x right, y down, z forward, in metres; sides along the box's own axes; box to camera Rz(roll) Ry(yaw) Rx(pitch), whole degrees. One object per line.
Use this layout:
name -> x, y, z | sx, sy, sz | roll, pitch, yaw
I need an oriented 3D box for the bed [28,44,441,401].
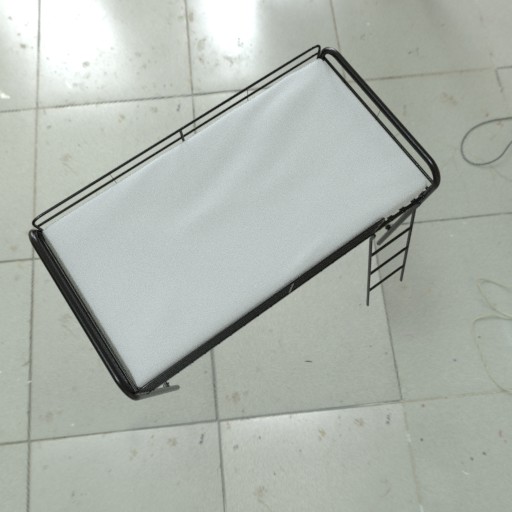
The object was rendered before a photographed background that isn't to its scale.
bed -> 0.000, 0.000, 2.871 | 1.968, 1.289, 1.393 | -34, 78, -8
